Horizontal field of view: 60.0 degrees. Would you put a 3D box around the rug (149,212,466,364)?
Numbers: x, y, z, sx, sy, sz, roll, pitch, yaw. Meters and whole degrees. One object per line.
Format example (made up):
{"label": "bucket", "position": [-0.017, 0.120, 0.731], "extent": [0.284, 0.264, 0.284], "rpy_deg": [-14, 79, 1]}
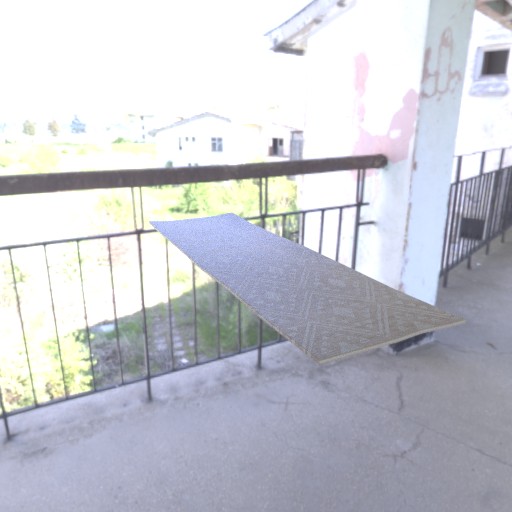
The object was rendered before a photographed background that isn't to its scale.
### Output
{"label": "rug", "position": [0.000, 0.000, 2.751], "extent": [0.752, 0.051, 2.452], "rpy_deg": [-8, 19, -26]}
